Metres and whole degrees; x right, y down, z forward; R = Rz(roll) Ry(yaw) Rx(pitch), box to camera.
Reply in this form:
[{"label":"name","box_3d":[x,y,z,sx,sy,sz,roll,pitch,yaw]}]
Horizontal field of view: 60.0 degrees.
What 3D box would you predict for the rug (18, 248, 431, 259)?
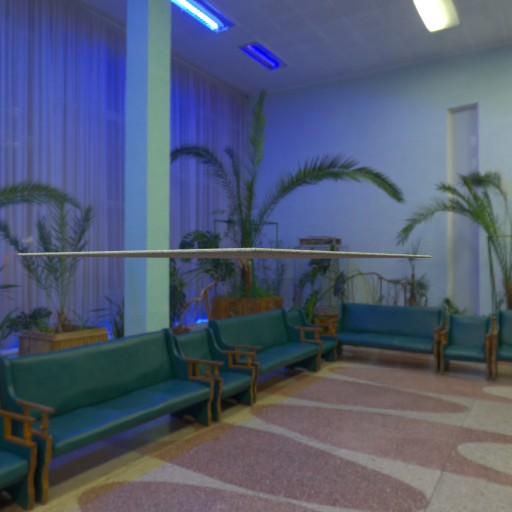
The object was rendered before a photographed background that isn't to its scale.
[{"label":"rug","box_3d":[0.000,0.000,2.726,1.526,0.015,2.132,-1,-1,36]}]
